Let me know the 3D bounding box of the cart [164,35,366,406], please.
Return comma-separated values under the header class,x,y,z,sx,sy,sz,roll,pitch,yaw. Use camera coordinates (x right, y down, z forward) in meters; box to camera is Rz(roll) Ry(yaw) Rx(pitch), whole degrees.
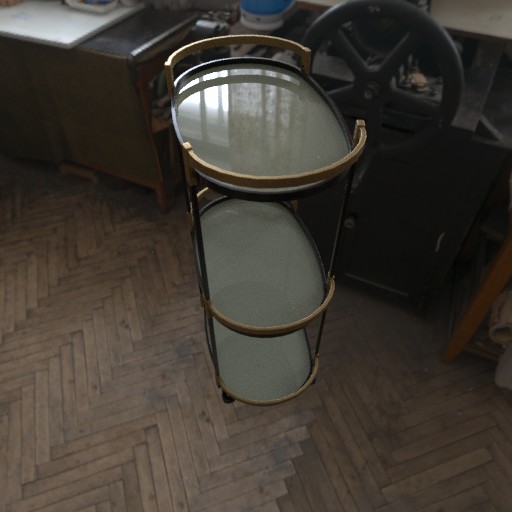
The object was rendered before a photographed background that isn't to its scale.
class,x,y,z,sx,sy,sz,roll,pitch,yaw
cart,0.000,0.000,1.125,0.311,0.885,0.515,-10,48,-9
